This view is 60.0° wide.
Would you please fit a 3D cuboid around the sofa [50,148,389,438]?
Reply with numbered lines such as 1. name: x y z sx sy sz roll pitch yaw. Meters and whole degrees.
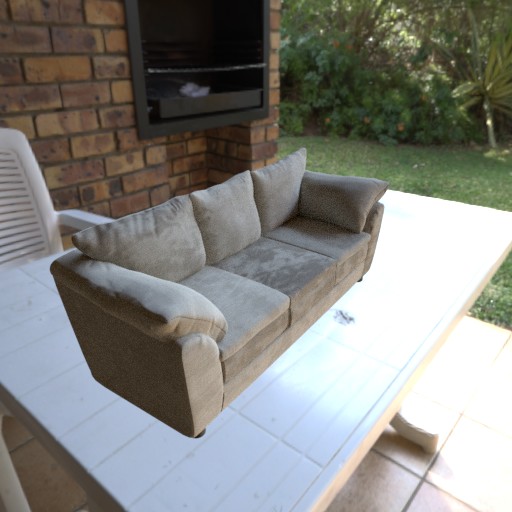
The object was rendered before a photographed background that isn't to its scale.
1. sofa: 0.000 0.000 2.852 0.893 0.981 2.377 16 30 31
